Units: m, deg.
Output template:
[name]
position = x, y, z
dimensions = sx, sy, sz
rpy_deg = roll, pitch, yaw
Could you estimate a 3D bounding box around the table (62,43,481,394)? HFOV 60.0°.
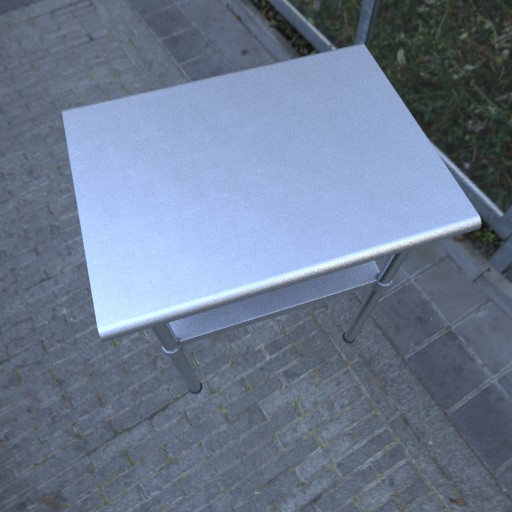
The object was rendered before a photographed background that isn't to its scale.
[table]
position = 0.000, 0.000, 1.339
dimensions = 0.762, 0.876, 0.584
rpy_deg = -16, 63, -8
